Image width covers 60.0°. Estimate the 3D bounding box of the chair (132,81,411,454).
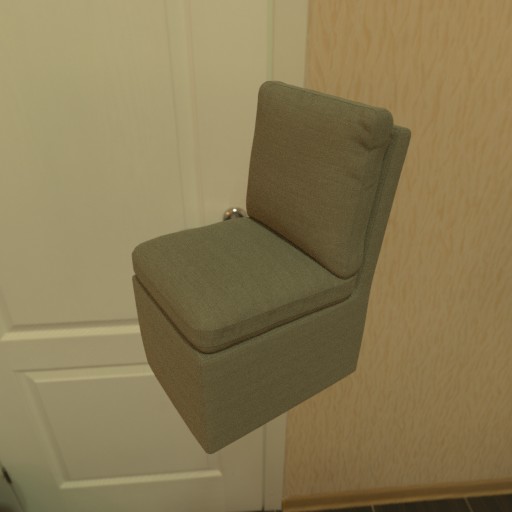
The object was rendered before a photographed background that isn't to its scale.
[{"bbox_3d":[0.000,0.000,1.379,0.698,0.927,0.503,-19,36,-29],"label":"chair"}]
